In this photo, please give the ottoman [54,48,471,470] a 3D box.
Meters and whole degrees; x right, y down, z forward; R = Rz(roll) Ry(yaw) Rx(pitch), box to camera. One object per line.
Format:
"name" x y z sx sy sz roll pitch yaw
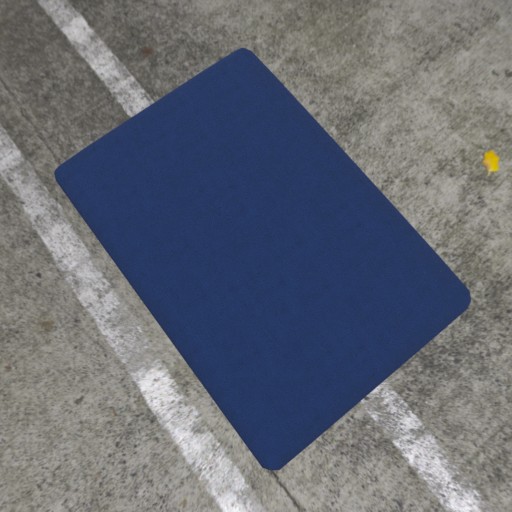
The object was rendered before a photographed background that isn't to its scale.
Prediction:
"ottoman" 0.000 0.000 1.184 0.587 0.498 0.835 -37 78 -9
